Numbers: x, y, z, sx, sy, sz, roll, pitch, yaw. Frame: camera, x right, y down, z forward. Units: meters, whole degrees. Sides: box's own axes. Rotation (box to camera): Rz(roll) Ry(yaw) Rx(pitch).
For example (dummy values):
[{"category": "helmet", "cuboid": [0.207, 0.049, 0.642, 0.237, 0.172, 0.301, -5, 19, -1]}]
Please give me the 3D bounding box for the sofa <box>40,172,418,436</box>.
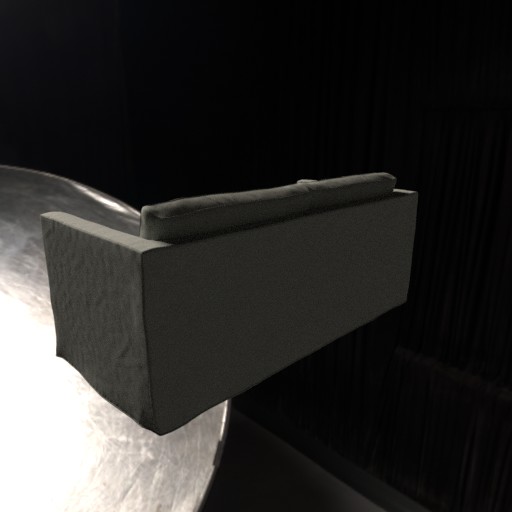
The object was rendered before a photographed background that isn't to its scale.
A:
[{"category": "sofa", "cuboid": [0.000, 0.000, 2.489, 1.987, 0.870, 0.940, -16, 22, -42]}]
